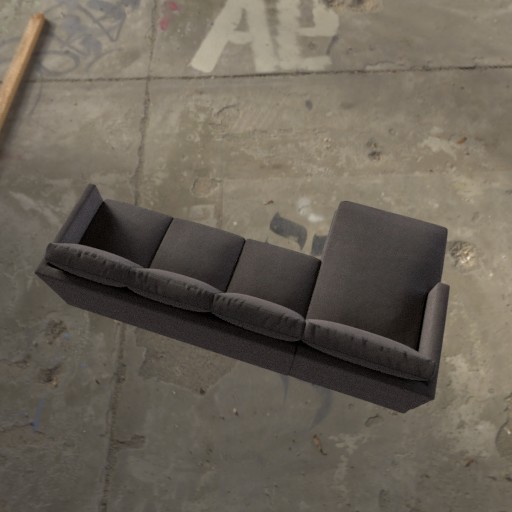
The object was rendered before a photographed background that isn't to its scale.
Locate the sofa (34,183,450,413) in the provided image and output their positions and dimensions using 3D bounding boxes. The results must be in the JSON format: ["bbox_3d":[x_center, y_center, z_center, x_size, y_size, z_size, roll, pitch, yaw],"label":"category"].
[{"bbox_3d":[0.000,0.000,3.891,3.205,0.922,1.650,16,64,8],"label":"sofa"}]
